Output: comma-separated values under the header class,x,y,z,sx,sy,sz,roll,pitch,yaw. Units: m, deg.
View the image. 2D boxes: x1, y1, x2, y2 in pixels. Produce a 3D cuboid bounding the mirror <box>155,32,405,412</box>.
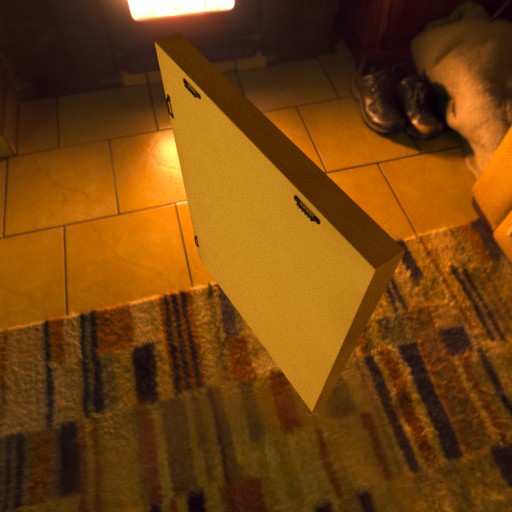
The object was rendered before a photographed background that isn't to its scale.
class,x,y,z,sx,sy,sz,roll,pitch,yaw
mirror,0.000,0.000,0.687,0.041,0.509,0.406,-30,62,-18
